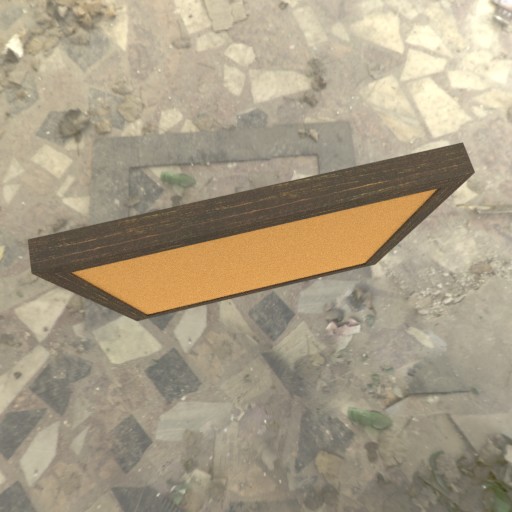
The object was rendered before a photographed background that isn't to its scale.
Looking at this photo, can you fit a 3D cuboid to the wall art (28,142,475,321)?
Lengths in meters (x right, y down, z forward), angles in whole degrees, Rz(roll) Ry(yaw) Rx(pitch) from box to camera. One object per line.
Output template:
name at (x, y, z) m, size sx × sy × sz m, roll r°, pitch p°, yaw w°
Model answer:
wall art at (0.000, 0.000, 0.533) m, size 0.381 × 0.330 × 0.031 m, roll -13°, pitch 75°, yaw -4°
